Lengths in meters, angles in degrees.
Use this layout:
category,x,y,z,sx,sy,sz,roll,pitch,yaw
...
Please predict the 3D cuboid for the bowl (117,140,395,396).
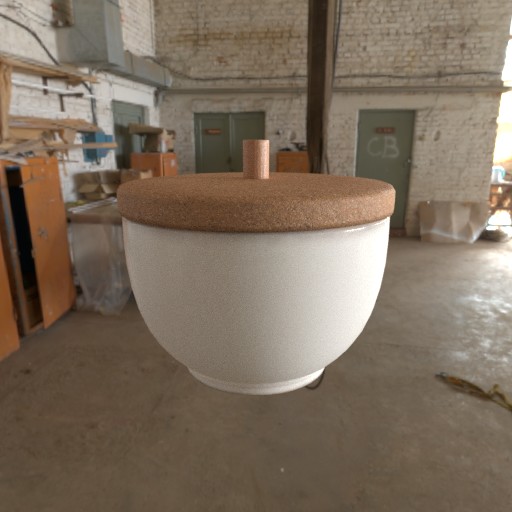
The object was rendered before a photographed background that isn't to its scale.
category,x,y,z,sx,sy,sz,roll,pitch,yaw
bowl,0.000,0.000,0.218,0.126,0.110,0.126,0,14,0
